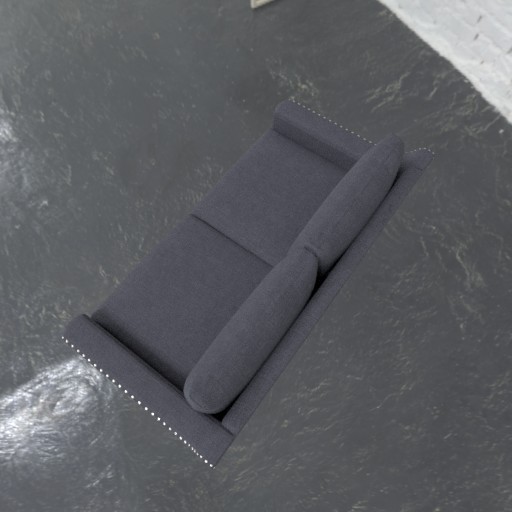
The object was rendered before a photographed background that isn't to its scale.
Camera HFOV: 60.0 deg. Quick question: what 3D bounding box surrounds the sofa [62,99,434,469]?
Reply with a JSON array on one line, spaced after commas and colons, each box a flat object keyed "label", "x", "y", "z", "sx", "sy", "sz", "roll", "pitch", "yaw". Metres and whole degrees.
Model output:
[{"label": "sofa", "x": 0.000, "y": 0.000, "z": 3.258, "sx": 1.336, "sy": 1.196, "sz": 2.550, "roll": 34, "pitch": 69, "yaw": 15}]
